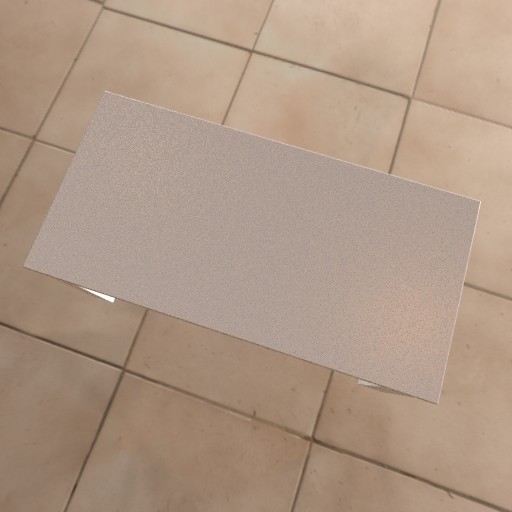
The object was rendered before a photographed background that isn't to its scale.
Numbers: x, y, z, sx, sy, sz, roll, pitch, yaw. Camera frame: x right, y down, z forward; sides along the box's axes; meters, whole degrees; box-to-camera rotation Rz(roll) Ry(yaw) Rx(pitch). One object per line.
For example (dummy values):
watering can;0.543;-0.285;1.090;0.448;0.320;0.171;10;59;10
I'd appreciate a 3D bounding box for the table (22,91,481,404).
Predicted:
table;0.000;0.000;2.304;1.800;0.790;0.900;17;76;4
